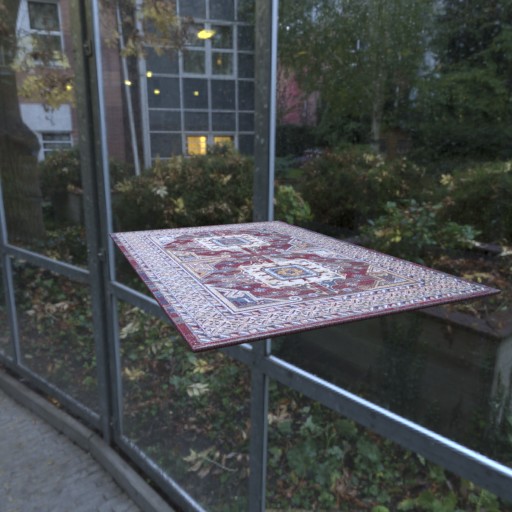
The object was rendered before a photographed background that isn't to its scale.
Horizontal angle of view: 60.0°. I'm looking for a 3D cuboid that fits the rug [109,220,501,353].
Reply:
[{"bbox_3d":[0.000,0.000,5.624,3.033,0.033,4.578,-6,15,-24],"label":"rug"}]
